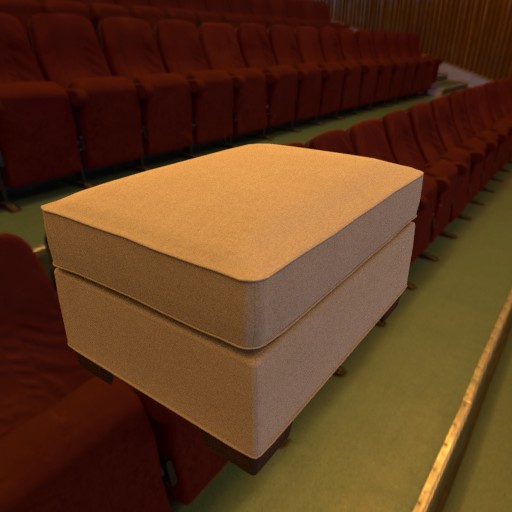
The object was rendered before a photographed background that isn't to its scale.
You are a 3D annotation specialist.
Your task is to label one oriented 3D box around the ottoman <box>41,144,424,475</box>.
[{"bbox_3d":[0.000,0.000,1.218,0.617,0.503,0.846,17,30,32],"label":"ottoman"}]
